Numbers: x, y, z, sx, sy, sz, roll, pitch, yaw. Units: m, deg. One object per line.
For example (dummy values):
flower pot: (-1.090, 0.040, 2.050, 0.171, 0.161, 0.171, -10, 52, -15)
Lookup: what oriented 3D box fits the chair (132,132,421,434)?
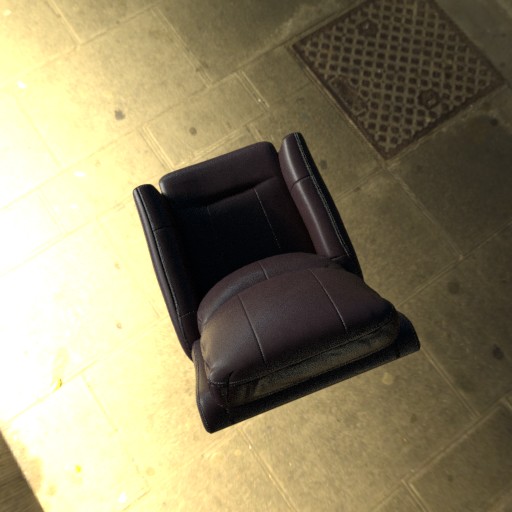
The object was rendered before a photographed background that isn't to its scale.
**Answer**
chair: (0.000, 0.000, 1.810, 0.829, 1.030, 1.080, -20, 77, -5)
